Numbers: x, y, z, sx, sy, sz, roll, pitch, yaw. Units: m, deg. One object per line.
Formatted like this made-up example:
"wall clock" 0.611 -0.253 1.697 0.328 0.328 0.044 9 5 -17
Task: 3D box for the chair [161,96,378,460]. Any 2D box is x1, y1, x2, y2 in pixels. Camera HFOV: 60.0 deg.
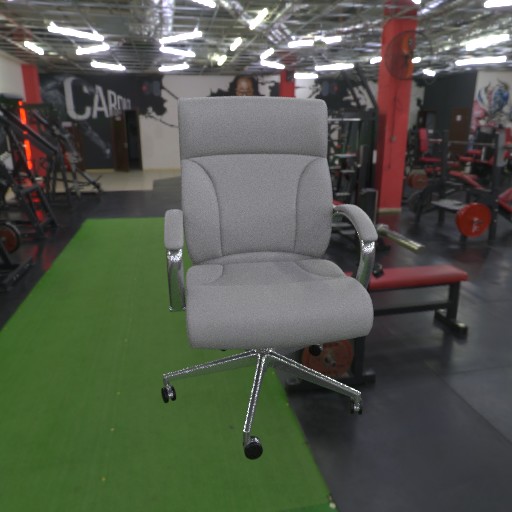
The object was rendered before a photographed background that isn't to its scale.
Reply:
"chair" 0.000 0.000 1.581 0.727 1.099 0.745 -3 17 -9
